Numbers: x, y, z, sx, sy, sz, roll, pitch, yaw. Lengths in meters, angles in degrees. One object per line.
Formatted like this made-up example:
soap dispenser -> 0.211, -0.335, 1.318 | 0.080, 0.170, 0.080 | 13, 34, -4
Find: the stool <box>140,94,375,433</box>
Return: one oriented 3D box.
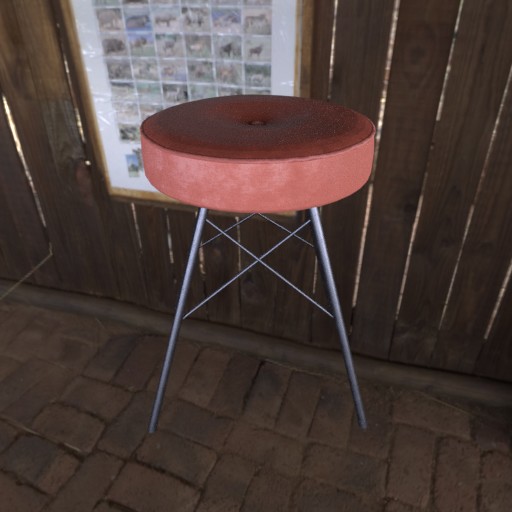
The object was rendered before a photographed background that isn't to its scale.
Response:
stool -> 0.000, 0.000, 0.934 | 0.457, 0.593, 0.421 | -1, 31, -1
